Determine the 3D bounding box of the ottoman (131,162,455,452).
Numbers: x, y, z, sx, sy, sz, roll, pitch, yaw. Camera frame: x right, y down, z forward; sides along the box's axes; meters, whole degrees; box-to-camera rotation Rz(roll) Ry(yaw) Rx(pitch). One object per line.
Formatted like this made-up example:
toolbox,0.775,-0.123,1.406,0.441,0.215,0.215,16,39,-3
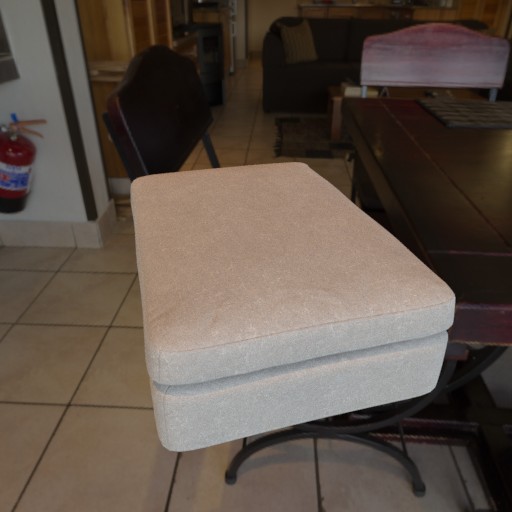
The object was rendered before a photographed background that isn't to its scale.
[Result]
ottoman,0.000,0.000,1.619,0.840,0.429,1.199,-8,31,-14
